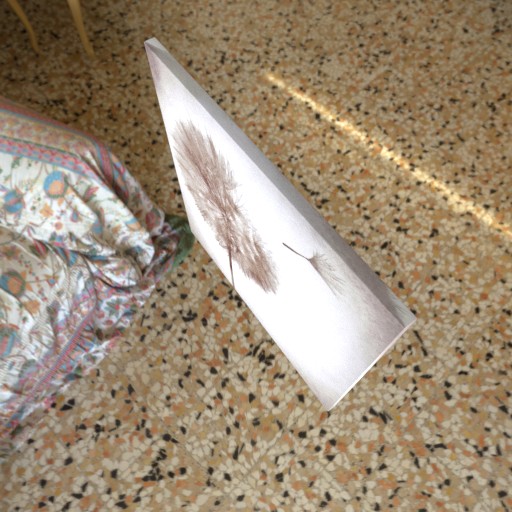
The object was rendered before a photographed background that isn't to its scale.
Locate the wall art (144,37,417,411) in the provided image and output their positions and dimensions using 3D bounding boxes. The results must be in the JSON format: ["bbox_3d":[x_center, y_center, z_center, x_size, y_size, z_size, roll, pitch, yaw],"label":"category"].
[{"bbox_3d":[0.000,0.000,1.116,0.027,0.762,0.762,-32,67,-16],"label":"wall art"}]
